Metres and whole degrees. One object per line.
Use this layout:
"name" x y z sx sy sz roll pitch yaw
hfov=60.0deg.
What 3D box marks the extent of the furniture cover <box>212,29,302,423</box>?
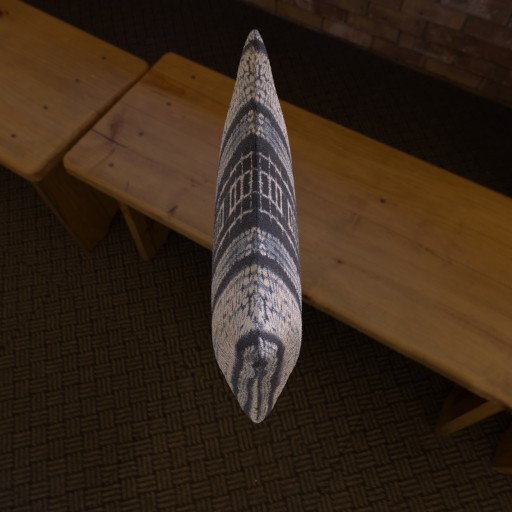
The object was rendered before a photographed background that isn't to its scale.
"furniture cover" 0.000 0.000 0.657 0.133 0.435 0.425 -1 63 0
